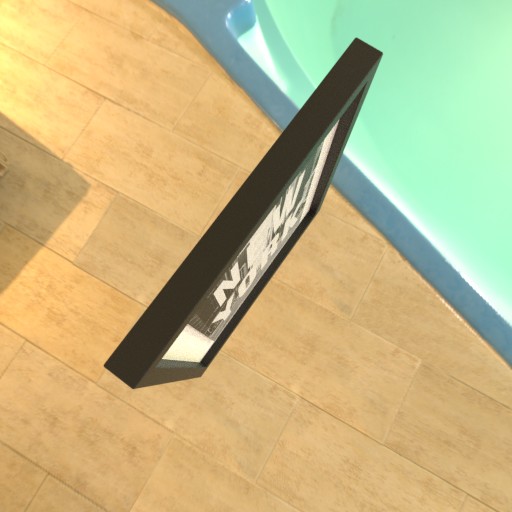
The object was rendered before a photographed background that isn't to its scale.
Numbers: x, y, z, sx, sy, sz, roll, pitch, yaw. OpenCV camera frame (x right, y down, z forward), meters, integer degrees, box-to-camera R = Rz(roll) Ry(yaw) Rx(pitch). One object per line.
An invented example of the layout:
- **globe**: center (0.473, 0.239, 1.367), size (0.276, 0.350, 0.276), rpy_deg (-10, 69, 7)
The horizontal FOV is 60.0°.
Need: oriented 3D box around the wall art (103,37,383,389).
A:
- **wall art**: center (0.000, 0.000, 0.521), size (0.028, 0.381, 0.328), rpy_deg (35, 78, 8)
